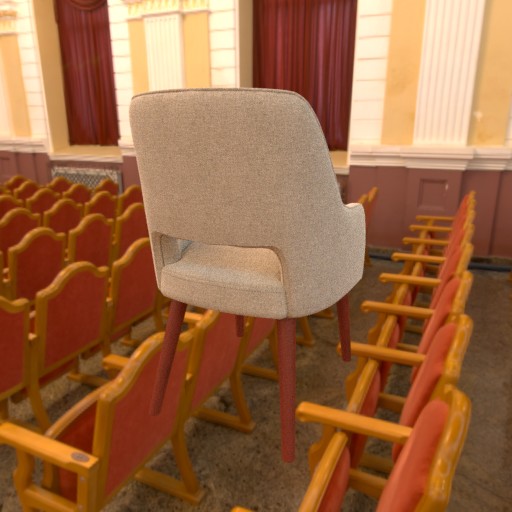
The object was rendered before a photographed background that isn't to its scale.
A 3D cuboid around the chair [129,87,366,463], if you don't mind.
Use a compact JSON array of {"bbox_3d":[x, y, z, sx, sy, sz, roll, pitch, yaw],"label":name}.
[{"bbox_3d":[0.000,0.000,1.245,0.548,0.849,0.605,8,19,25],"label":"chair"}]
